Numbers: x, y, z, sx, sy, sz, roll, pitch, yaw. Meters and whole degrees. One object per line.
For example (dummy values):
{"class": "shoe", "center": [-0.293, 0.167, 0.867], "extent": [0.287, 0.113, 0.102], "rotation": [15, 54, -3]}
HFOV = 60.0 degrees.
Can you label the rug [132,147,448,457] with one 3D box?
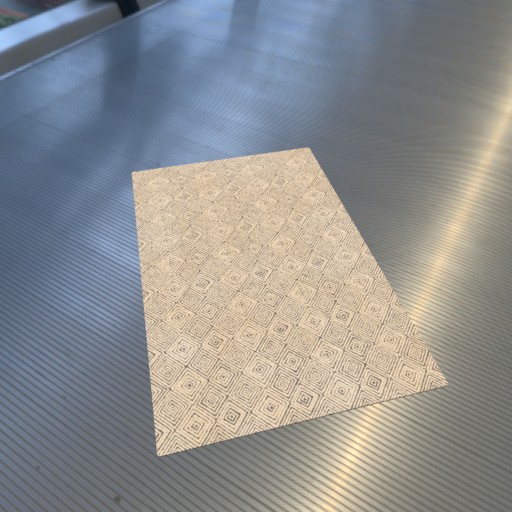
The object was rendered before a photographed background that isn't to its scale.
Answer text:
{"class": "rug", "center": [0.000, 0.000, 2.300], "extent": [1.175, 0.008, 1.783], "rotation": [-10, 47, -9]}
